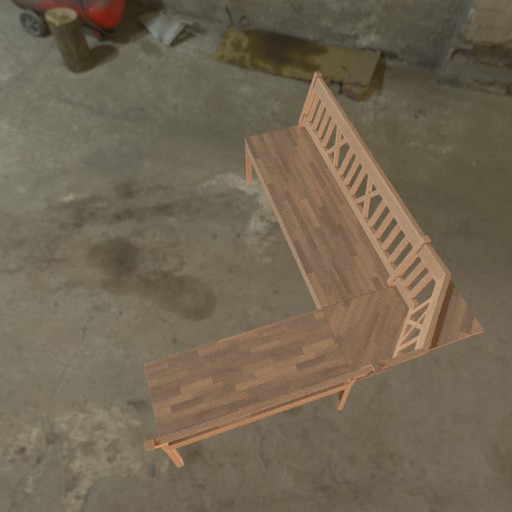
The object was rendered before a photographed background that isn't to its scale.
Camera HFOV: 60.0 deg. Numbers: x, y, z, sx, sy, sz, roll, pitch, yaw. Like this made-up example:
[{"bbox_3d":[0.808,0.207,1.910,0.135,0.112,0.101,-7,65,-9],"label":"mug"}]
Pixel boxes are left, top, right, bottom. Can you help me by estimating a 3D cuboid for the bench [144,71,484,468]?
[{"bbox_3d":[0.000,0.000,2.689,1.537,0.902,1.937,-16,59,-10],"label":"bench"}]
